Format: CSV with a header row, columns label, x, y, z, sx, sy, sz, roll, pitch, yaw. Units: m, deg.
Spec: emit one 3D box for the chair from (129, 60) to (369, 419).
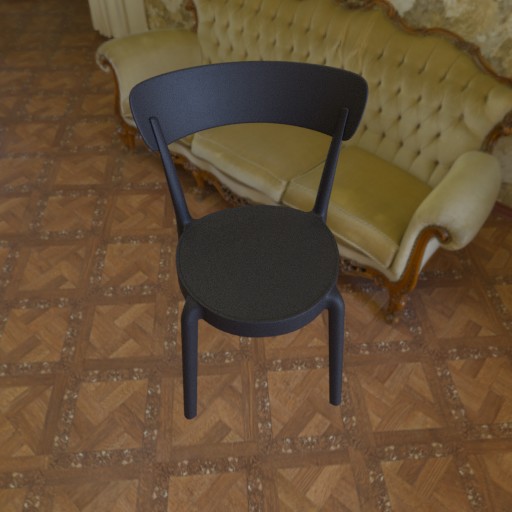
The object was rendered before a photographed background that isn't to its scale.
label,x,y,z,sx,sy,sz,roll,pitch,yaw
chair,0.000,0.000,1.131,0.506,0.790,0.491,-4,48,-4
